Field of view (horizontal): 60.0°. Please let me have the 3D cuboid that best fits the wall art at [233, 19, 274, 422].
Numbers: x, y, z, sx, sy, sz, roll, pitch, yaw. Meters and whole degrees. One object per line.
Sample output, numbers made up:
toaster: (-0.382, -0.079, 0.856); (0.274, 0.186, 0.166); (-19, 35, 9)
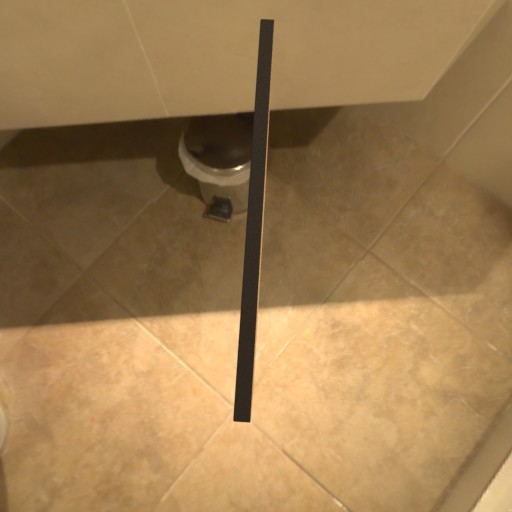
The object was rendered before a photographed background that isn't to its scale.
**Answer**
wall art: (0.000, 0.000, 1.208); (0.028, 0.863, 0.755); (3, 76, 1)
